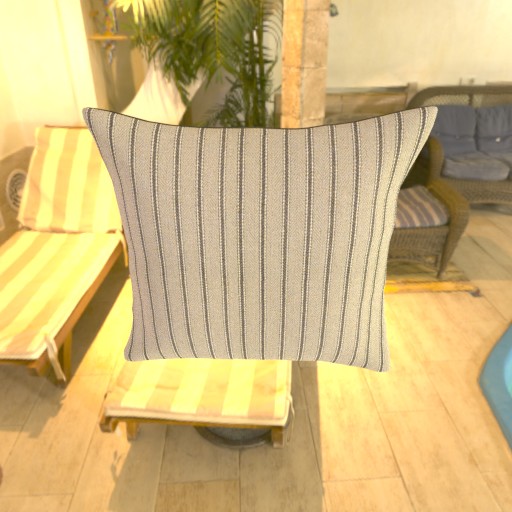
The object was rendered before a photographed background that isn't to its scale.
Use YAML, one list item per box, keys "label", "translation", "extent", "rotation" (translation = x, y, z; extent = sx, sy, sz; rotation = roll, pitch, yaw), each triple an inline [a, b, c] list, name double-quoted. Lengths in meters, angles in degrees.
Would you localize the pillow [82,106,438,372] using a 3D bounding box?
- label: "pillow"
  translation: [0.000, 0.000, 0.677]
  extent: [0.468, 0.444, 0.138]
  rotation: [1, 29, 2]
